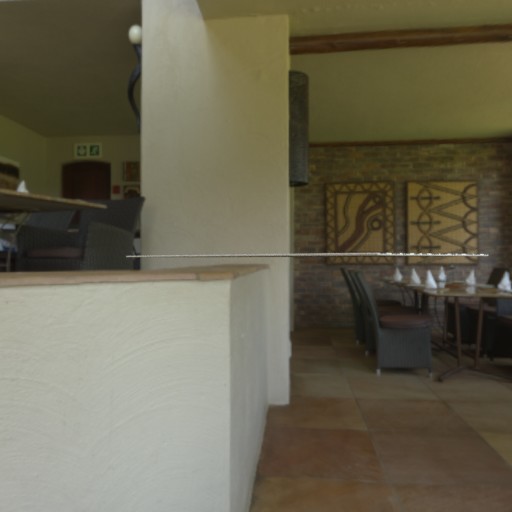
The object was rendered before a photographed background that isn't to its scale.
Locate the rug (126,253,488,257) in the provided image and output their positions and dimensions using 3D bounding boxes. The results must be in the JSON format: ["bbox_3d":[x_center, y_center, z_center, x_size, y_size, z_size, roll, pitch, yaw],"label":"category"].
[{"bbox_3d":[0.000,0.000,2.704,0.750,0.009,2.435,0,0,-36],"label":"rug"}]
